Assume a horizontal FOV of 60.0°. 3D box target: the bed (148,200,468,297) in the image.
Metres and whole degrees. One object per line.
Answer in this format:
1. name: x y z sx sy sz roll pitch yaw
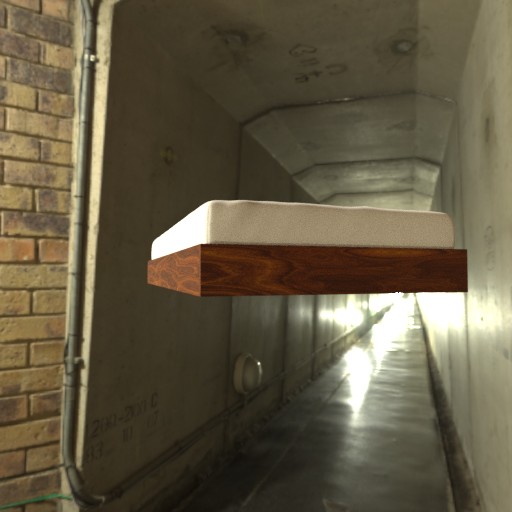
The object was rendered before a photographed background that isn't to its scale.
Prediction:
1. bed: 0.000 0.000 2.282 0.940 0.312 1.860 1 -2 -18
